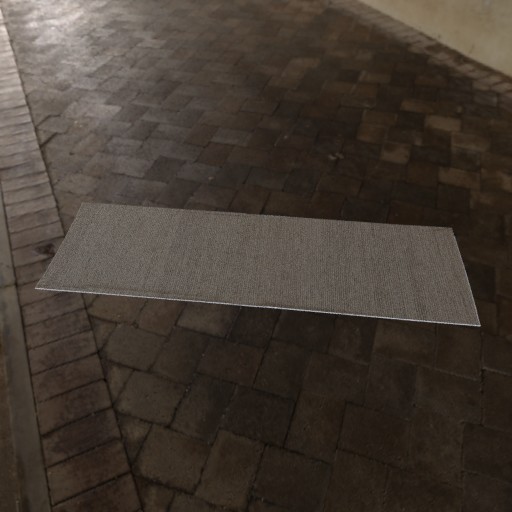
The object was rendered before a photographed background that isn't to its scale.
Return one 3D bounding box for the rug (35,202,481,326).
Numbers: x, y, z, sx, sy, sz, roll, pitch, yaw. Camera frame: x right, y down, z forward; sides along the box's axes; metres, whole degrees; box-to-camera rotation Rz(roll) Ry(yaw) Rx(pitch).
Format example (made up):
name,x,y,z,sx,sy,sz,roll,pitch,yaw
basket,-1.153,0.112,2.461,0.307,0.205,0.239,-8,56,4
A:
name,x,y,z,sx,sy,sz,roll,pitch,yaw
rug,0.000,0.000,2.597,2.390,0.014,0.741,4,46,4
